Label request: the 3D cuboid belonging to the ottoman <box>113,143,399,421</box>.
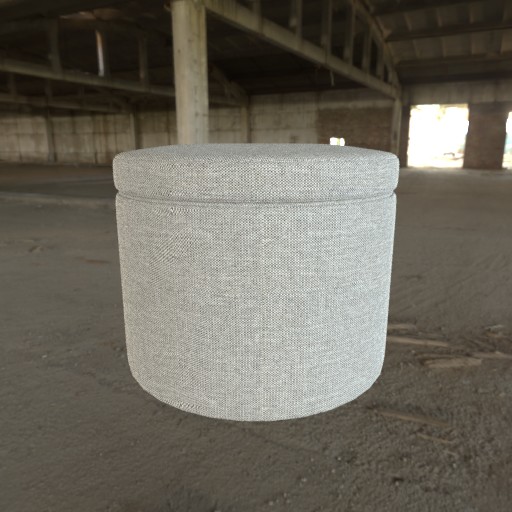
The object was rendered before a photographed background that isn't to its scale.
[{"bbox_3d":[0.000,0.000,0.853,0.500,0.419,0.500,0,14,0],"label":"ottoman"}]
